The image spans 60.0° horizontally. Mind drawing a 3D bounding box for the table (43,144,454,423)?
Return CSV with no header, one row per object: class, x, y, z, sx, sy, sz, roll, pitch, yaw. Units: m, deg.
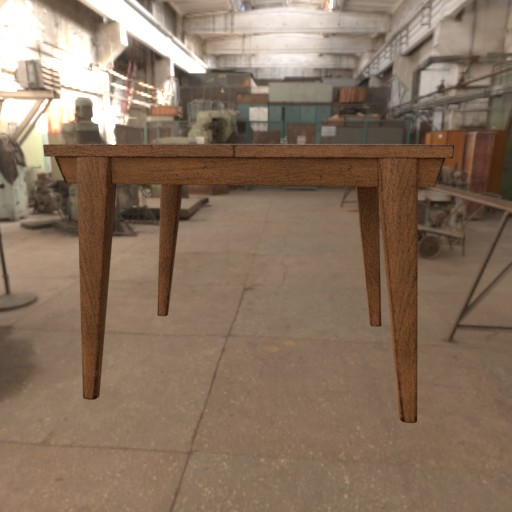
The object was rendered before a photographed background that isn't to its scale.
table,0.000,0.000,1.554,1.027,0.760,0.757,2,14,7
